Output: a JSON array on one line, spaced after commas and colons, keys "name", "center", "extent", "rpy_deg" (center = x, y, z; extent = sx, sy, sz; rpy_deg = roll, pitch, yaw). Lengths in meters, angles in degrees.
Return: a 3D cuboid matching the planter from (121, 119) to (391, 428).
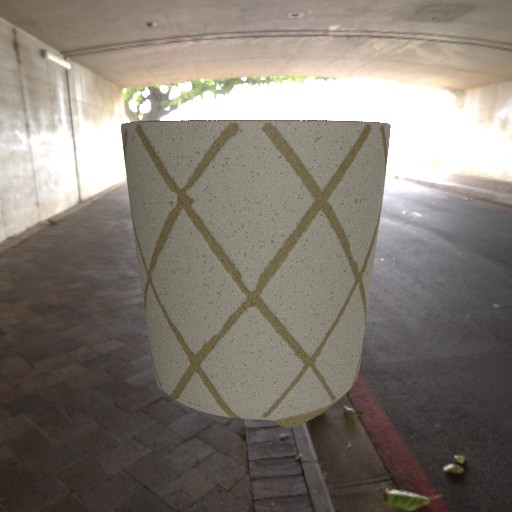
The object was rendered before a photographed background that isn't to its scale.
[{"name": "planter", "center": [0.000, 0.000, 0.350], "extent": [0.191, 0.199, 0.191], "rpy_deg": [0, 15, 0]}]
